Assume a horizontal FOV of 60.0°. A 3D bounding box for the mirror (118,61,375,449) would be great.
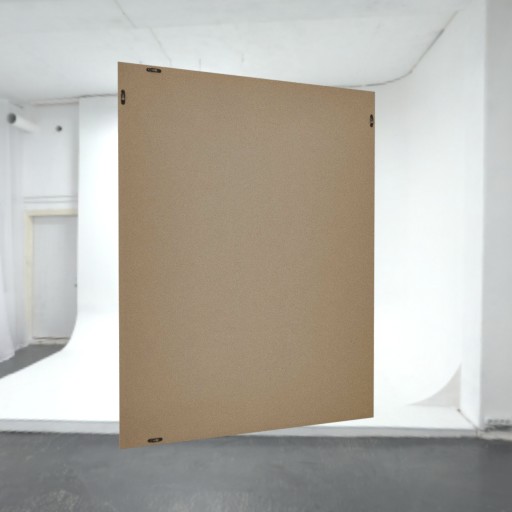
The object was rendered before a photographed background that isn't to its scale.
[{"bbox_3d":[0.000,0.000,1.286,0.762,1.016,0.041,0,1,-17],"label":"mirror"}]
